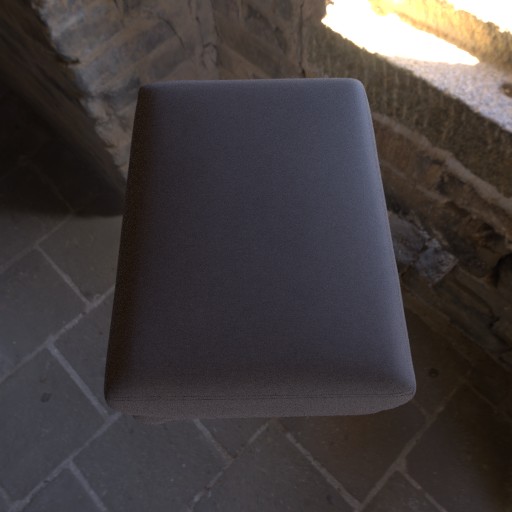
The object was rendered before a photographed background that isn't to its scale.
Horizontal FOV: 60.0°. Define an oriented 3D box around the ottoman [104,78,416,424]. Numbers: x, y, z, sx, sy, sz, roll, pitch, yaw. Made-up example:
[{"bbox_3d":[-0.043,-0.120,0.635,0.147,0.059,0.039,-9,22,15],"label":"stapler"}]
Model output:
[{"bbox_3d":[0.000,0.000,1.102,0.574,0.497,0.773,-1,65,-1],"label":"ottoman"}]
